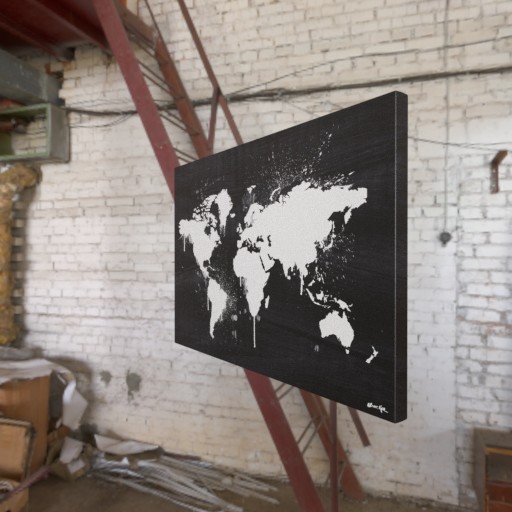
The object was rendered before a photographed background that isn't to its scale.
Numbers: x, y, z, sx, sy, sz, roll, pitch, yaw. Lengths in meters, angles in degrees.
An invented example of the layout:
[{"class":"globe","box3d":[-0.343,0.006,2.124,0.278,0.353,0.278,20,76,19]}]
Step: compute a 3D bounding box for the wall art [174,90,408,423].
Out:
[{"class":"wall art","box3d":[0.000,0.000,1.186,0.038,0.612,0.912,0,0,-36]}]
